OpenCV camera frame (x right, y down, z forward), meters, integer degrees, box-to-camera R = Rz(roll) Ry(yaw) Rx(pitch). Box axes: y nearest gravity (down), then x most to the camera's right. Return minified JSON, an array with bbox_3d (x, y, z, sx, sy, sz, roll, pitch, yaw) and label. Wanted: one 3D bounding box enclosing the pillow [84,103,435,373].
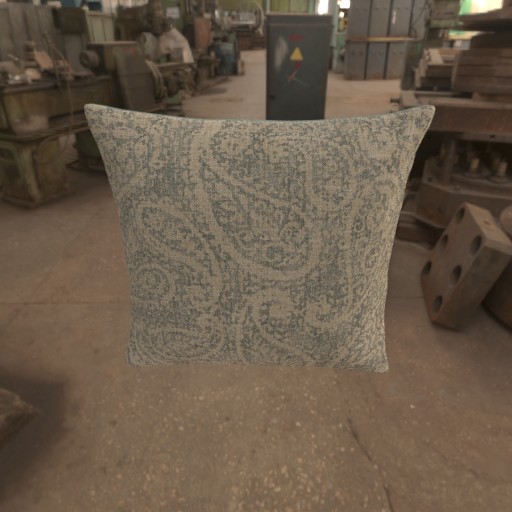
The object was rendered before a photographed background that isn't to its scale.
[{"bbox_3d":[0.000,0.000,0.774,0.526,0.507,0.166,1,28,2],"label":"pillow"}]
